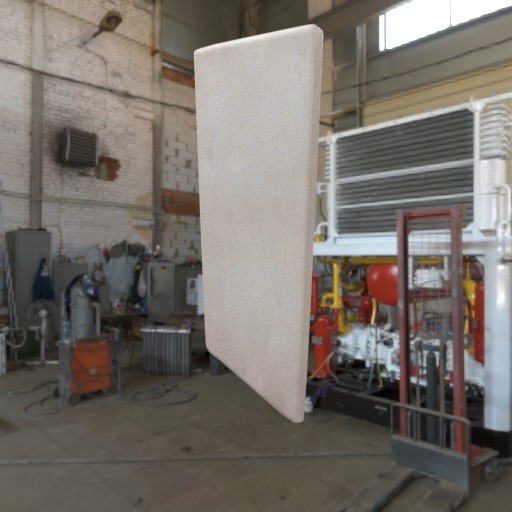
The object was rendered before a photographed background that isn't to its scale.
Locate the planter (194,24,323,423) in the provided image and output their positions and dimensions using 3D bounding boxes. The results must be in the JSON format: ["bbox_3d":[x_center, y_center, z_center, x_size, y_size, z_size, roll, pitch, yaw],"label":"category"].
[{"bbox_3d":[0.000,0.000,0.263,0.060,0.197,0.150,0,0,0],"label":"planter"}]
